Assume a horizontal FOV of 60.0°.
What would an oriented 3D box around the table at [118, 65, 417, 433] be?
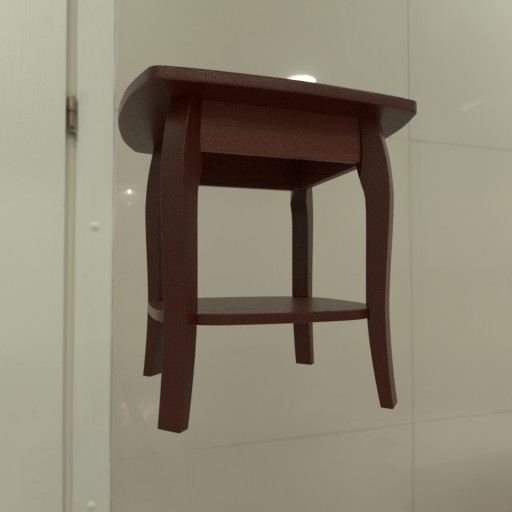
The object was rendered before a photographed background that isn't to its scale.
[{"bbox_3d":[0.000,0.000,0.838,0.502,0.496,0.433,0,-2,-18],"label":"table"}]
